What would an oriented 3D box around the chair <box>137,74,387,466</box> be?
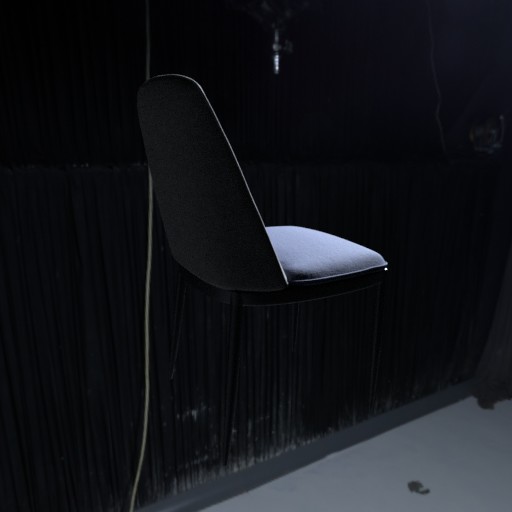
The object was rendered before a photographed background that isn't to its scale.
[{"bbox_3d":[0.000,0.000,1.181,0.550,0.855,0.488,-8,17,-26],"label":"chair"}]
